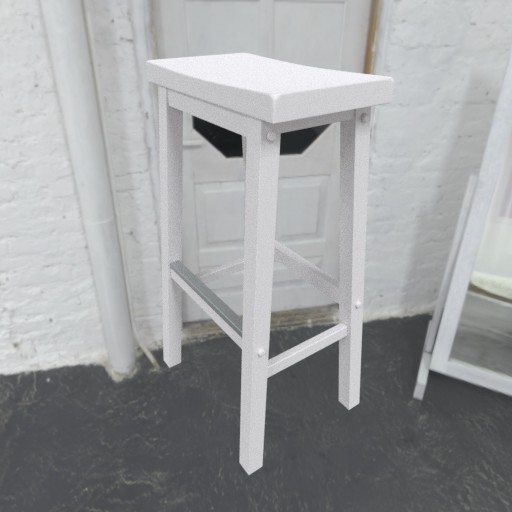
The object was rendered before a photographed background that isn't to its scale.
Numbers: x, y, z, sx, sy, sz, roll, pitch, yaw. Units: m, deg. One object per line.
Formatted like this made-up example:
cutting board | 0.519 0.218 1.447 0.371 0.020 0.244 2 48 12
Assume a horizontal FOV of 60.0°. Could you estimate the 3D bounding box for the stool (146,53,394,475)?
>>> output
stool | 0.000 0.000 0.942 0.322 0.742 0.406 -20 36 -30
